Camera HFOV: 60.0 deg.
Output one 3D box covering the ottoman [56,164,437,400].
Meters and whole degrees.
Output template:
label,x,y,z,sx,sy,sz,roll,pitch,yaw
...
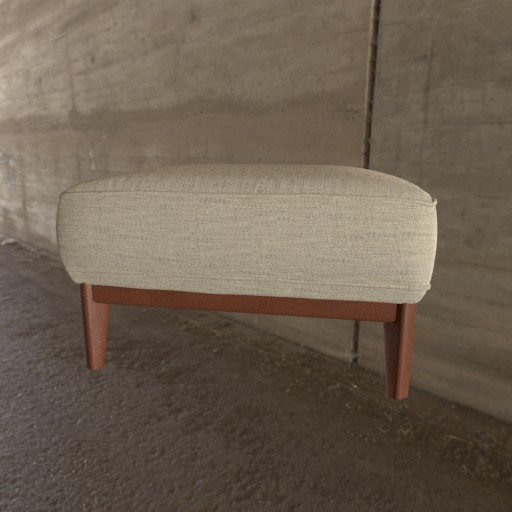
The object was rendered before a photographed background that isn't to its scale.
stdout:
label,x,y,z,sx,sy,sz,roll,pitch,yaw
ottoman,0.000,0.000,1.158,0.794,0.465,0.594,2,14,10
